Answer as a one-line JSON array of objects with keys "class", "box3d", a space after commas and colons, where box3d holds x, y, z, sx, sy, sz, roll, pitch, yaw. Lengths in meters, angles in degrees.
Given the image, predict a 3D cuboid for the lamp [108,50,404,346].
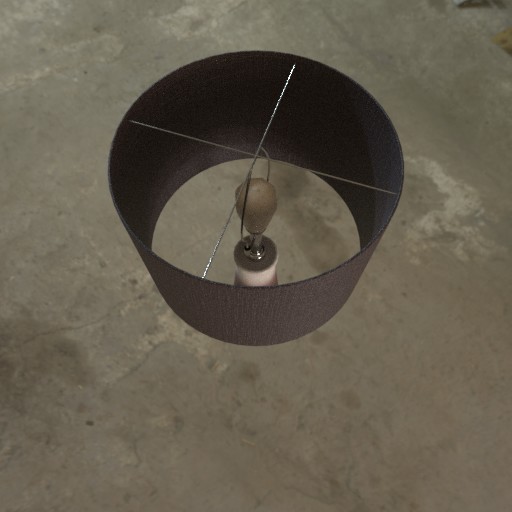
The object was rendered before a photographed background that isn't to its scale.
[{"class": "lamp", "box3d": [0.000, 0.000, 0.675, 0.303, 0.488, 0.303, 0, 64, 0]}]
